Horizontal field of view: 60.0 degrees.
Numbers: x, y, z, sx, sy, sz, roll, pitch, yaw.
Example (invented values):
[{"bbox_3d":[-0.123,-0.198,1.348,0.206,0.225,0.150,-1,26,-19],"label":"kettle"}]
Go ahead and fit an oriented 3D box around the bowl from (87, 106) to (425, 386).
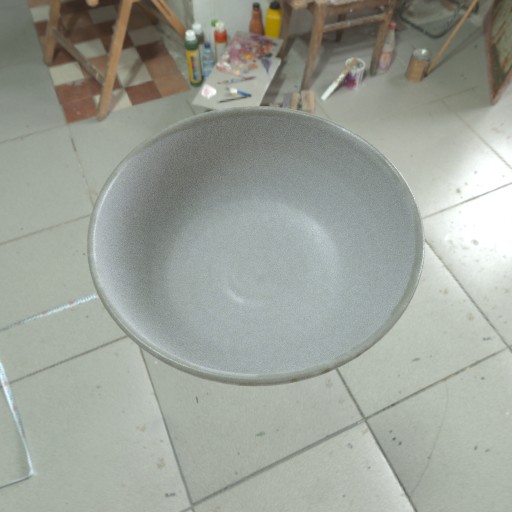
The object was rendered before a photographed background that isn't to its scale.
[{"bbox_3d":[0.000,0.000,0.407,0.268,0.121,0.268,0,58,0],"label":"bowl"}]
